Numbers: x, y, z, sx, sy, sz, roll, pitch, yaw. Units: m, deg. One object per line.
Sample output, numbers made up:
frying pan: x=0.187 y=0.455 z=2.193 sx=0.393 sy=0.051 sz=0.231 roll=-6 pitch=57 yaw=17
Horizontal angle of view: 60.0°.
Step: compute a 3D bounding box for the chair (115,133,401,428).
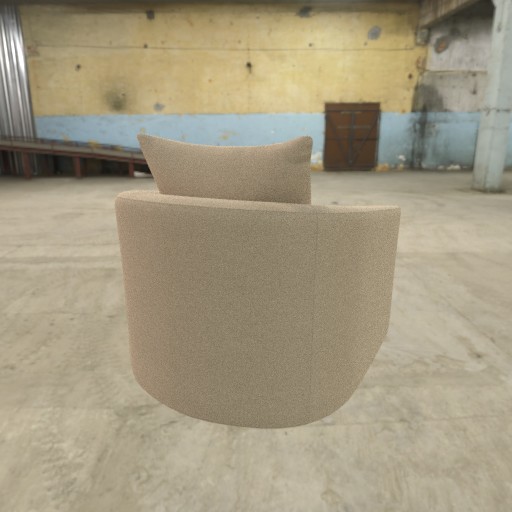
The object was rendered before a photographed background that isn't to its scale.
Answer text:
chair: x=0.000 y=0.000 z=1.591 sx=0.845 sy=0.848 sz=0.910 roll=8 pitch=18 yaw=27
